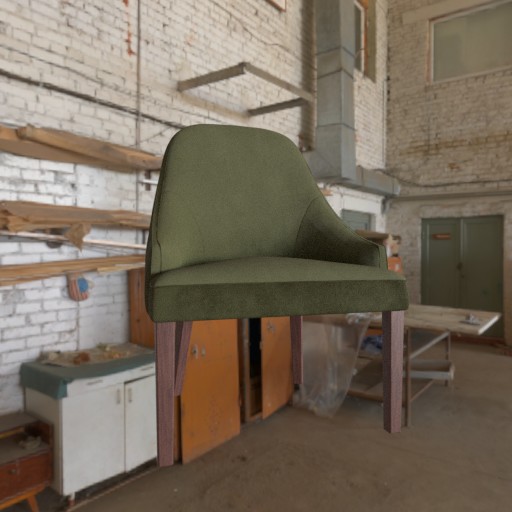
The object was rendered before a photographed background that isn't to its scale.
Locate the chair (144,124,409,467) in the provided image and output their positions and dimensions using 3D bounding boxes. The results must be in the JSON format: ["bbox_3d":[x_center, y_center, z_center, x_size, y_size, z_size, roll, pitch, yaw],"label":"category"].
[{"bbox_3d":[0.000,0.000,1.283,0.643,0.889,0.575,0,1,-17],"label":"chair"}]
